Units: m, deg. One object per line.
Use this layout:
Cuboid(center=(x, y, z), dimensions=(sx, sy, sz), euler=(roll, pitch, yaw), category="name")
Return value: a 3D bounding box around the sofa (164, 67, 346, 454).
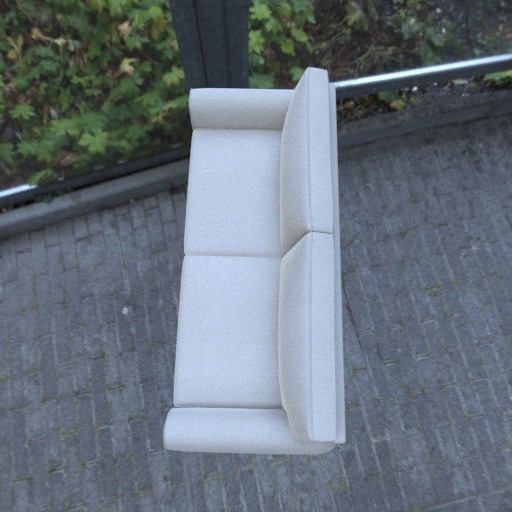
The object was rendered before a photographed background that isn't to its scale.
Cuboid(center=(0.000, 0.000, 2.643), dimensions=(0.901, 0.962, 2.146), euler=(1, 74, 0), category="sofa")
